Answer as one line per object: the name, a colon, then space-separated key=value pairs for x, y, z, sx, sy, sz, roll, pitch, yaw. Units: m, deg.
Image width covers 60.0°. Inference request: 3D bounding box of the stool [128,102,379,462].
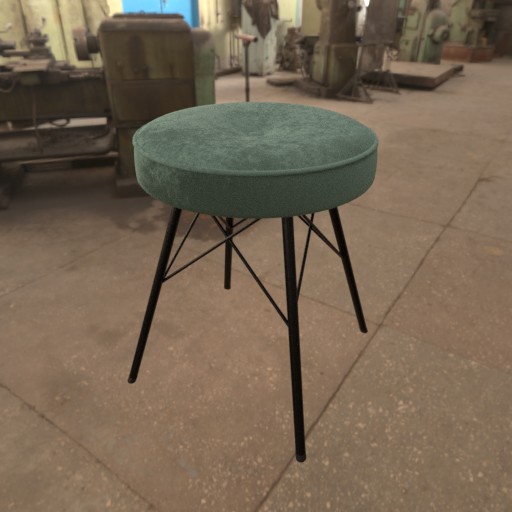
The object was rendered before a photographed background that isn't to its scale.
stool: x=0.000 y=0.000 z=0.872 sx=0.457 sy=0.519 sz=0.458 roll=21 pitch=36 yaw=31
